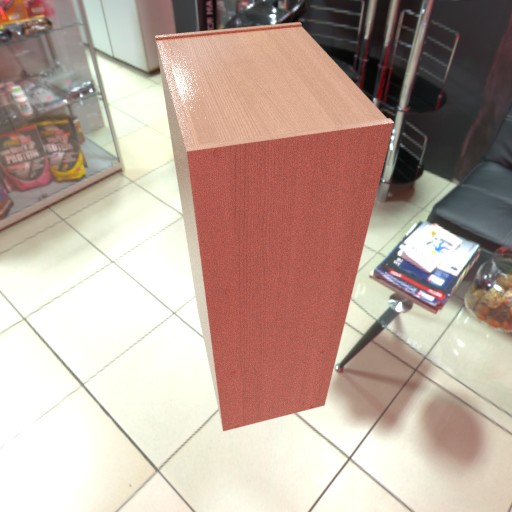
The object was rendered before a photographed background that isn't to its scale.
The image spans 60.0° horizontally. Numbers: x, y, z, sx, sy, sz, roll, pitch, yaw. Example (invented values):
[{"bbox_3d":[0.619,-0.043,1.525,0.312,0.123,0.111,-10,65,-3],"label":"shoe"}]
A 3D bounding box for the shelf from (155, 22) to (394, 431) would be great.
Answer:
[{"bbox_3d":[0.000,0.000,1.050,0.292,0.876,0.417,-11,47,-10],"label":"shelf"}]
